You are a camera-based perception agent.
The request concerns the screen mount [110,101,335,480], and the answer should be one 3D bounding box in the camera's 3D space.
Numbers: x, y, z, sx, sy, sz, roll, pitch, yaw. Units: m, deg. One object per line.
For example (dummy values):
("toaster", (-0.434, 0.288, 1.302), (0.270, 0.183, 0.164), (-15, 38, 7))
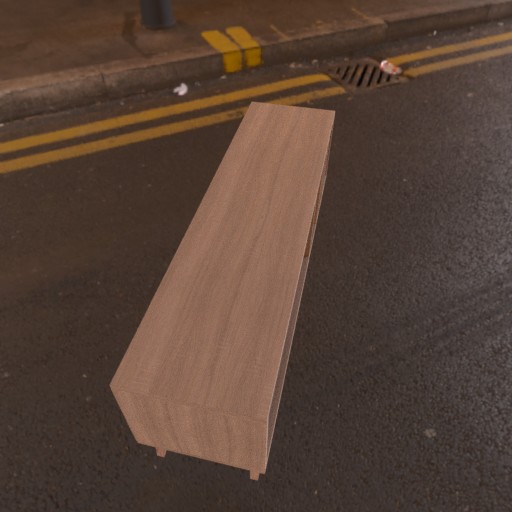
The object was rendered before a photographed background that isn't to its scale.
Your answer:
("screen mount", (0.000, 0.000, 1.749), (0.401, 0.509, 1.500), (9, 47, 9))
